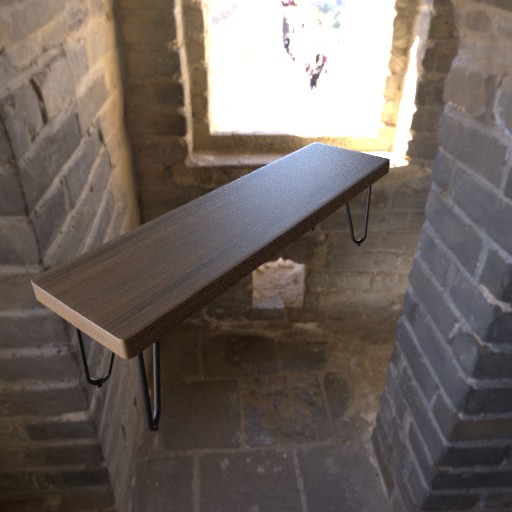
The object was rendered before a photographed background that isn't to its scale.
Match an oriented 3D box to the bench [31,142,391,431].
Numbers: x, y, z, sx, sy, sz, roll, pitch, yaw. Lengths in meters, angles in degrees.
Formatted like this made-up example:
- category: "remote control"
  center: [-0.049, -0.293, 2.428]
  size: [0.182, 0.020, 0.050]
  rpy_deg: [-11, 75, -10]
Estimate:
- category: "bench"
  center: [0.000, 0.000, 1.789]
  size: [0.425, 0.462, 1.570]
  rpy_deg: [22, 38, 31]
